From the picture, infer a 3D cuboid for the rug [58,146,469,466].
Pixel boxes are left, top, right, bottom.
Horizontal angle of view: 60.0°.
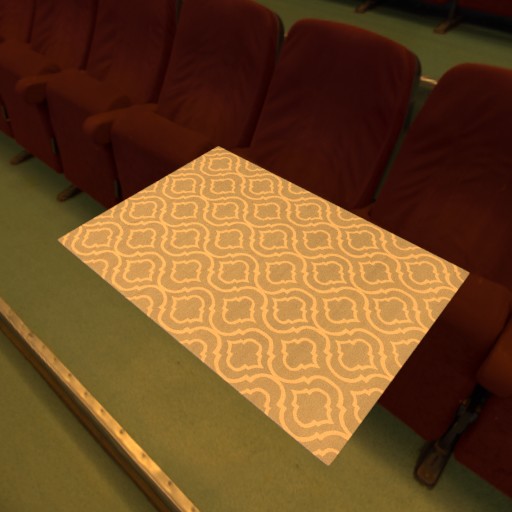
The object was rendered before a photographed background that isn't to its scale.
[{"bbox_3d":[0.000,0.000,2.709,2.080,0.010,1.451,32,54,27],"label":"rug"}]
